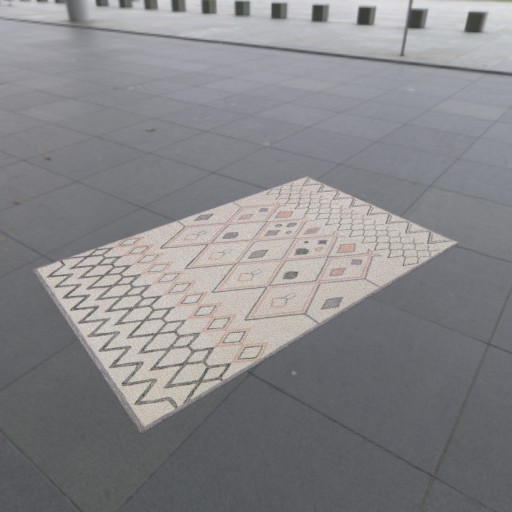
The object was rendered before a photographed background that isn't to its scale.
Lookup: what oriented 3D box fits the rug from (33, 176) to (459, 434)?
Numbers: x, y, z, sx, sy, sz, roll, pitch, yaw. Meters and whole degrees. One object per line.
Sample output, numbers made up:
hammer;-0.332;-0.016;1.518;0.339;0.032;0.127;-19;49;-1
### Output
rug;0.000;0.000;2.972;2.438;0.015;1.524;-24;40;-32
